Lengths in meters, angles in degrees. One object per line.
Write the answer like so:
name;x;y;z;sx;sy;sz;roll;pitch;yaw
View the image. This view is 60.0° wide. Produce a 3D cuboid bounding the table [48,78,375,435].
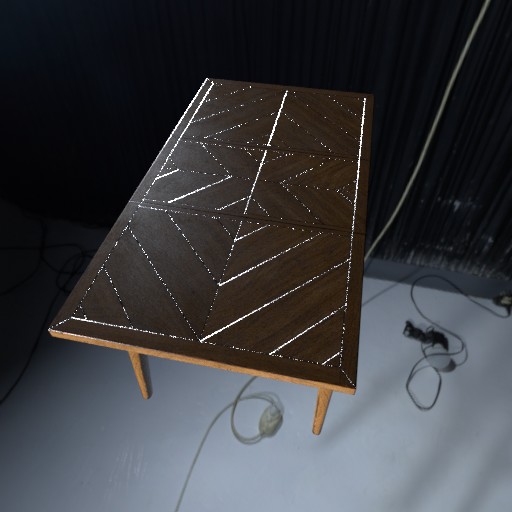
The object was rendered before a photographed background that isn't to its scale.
table;0.000;0.000;1.789;0.757;0.760;1.400;9;47;8
